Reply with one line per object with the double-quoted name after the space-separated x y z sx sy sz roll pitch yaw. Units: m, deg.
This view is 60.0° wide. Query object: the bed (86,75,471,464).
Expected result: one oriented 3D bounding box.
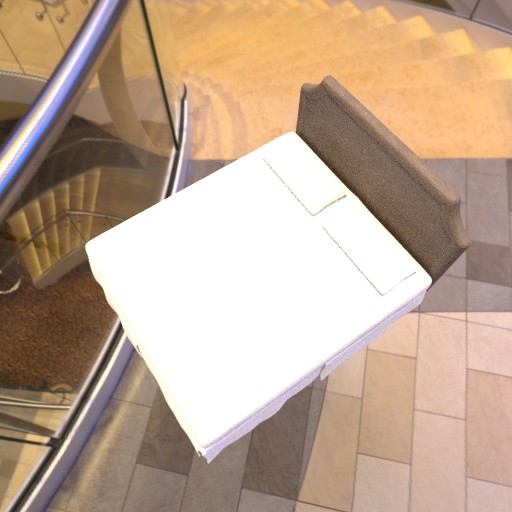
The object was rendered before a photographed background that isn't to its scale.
0.000 0.000 4.086 2.773 1.590 2.350 -32 68 -15 "bed"
